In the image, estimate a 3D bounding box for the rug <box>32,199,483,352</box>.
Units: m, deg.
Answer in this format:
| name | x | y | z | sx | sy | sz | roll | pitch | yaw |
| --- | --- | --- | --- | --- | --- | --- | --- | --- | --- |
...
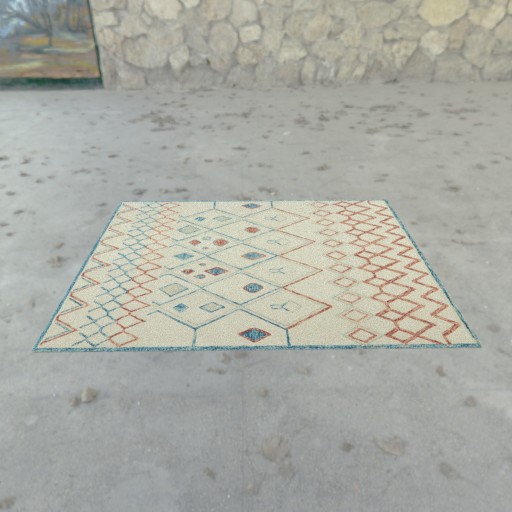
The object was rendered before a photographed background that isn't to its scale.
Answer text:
| name | x | y | z | sx | sy | sz | roll | pitch | yaw |
| --- | --- | --- | --- | --- | --- | --- | --- | --- | --- |
| rug | 0.000 | 0.000 | 4.031 | 3.050 | 0.016 | 2.441 | 0 | 31 | -1 |
